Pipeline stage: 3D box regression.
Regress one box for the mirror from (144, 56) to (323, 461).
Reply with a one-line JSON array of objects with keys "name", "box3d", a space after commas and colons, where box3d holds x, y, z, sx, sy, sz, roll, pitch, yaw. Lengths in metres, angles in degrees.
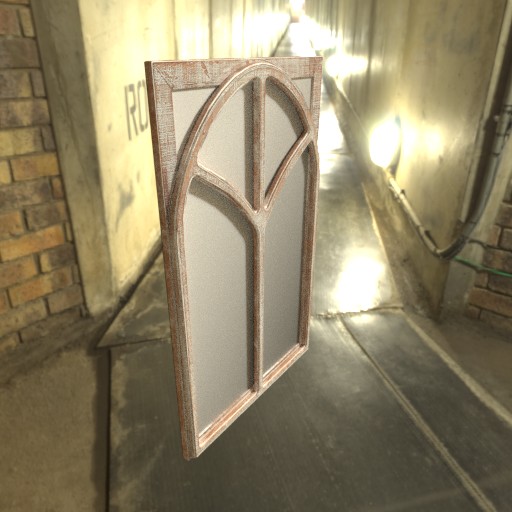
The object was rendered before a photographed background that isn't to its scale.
[{"name": "mirror", "box3d": [0.000, 0.000, 0.964, 0.058, 0.787, 0.495, 17, 30, 33]}]
